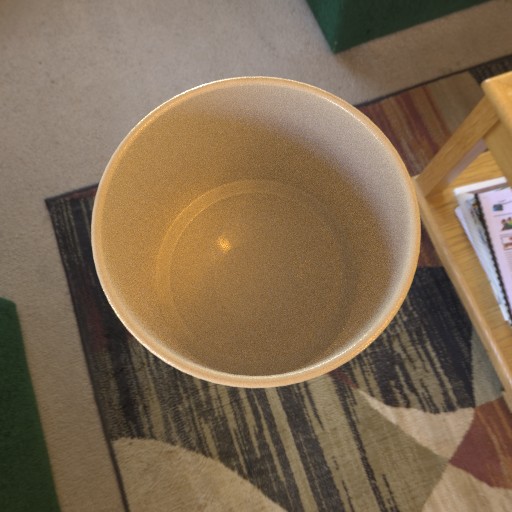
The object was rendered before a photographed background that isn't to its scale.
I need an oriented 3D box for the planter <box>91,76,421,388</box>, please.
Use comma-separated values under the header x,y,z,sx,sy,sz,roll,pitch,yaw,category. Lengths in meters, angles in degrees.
x,y,z,sx,sy,sz,roll,pitch,yaw,category
0.000,0.000,0.344,0.193,0.177,0.193,0,75,0,planter
